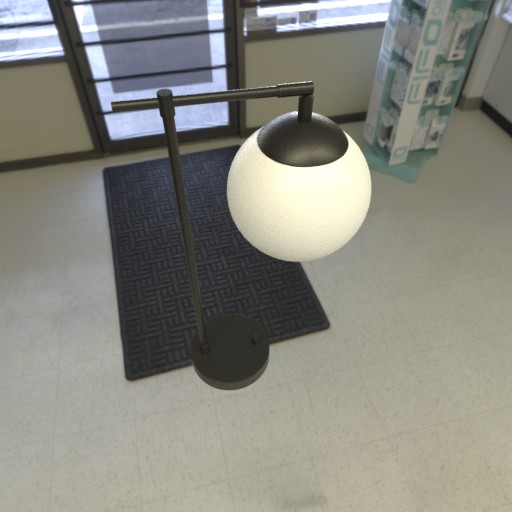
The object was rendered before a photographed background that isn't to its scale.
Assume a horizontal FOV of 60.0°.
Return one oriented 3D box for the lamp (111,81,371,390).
[{"bbox_3d":[0.000,0.000,0.695,0.316,0.559,0.197,-8,48,-8],"label":"lamp"}]
